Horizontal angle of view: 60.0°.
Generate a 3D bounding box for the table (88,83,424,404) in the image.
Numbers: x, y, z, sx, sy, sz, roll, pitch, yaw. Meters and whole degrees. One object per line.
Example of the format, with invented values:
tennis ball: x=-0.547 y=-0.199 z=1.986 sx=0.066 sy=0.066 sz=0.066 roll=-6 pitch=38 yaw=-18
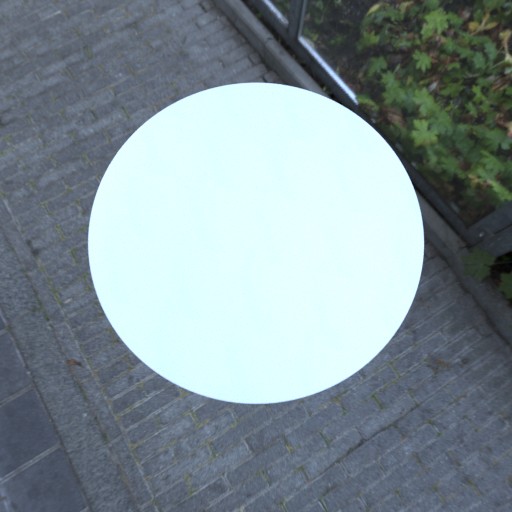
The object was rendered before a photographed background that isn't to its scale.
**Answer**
table: x=0.000 y=0.000 z=0.987 sx=0.600 sy=0.400 sz=0.600 roll=0 pitch=75 yaw=0
